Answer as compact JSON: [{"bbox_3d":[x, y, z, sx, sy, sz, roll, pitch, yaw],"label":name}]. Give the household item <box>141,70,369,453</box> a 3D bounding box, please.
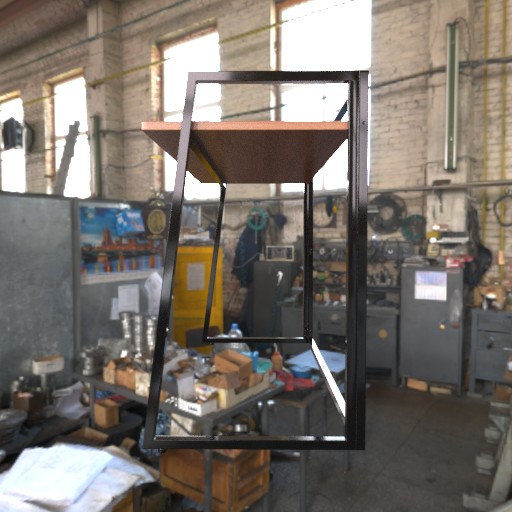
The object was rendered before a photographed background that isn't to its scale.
[{"bbox_3d":[0.000,0.000,1.516,0.510,0.860,1.050,0,2,1],"label":"household item"}]
